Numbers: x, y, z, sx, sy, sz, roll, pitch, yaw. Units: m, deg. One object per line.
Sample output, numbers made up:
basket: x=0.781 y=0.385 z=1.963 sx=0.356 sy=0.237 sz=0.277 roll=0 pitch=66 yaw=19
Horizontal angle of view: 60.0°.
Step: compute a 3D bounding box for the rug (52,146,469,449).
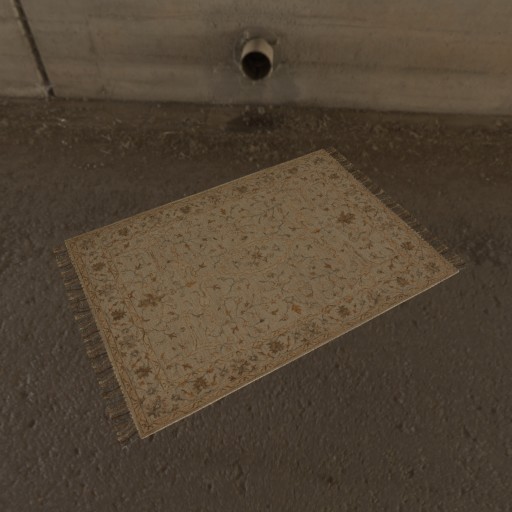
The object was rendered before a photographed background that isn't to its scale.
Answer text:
rug: x=0.000 y=0.000 z=2.336 sx=1.861 sy=0.017 sz=1.218 roll=-23 pitch=53 yaw=-19
